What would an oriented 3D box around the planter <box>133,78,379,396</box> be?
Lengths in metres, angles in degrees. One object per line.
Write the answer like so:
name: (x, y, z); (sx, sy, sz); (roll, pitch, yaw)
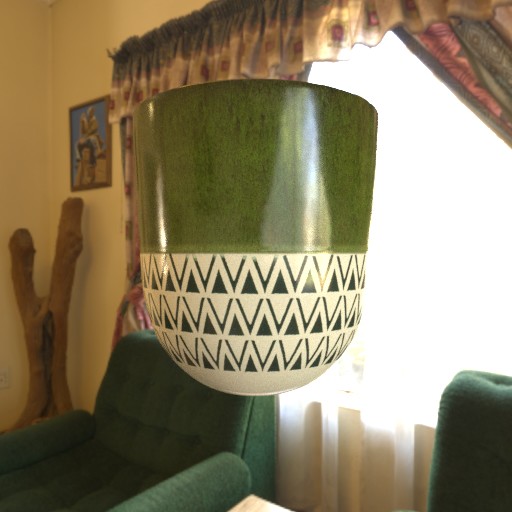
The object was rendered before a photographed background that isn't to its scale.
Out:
planter: (0.000, 0.000, 0.457); (0.245, 0.270, 0.245); (0, 0, 0)
